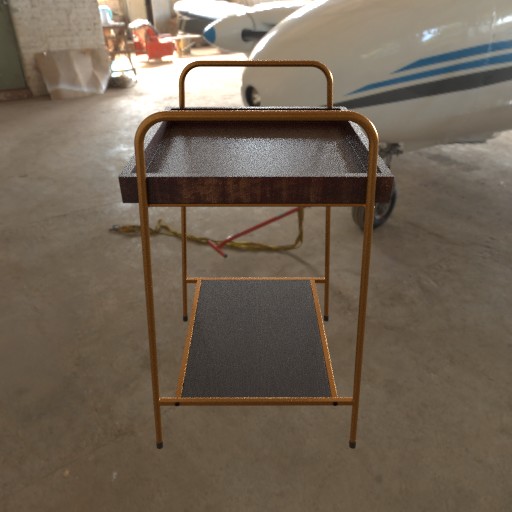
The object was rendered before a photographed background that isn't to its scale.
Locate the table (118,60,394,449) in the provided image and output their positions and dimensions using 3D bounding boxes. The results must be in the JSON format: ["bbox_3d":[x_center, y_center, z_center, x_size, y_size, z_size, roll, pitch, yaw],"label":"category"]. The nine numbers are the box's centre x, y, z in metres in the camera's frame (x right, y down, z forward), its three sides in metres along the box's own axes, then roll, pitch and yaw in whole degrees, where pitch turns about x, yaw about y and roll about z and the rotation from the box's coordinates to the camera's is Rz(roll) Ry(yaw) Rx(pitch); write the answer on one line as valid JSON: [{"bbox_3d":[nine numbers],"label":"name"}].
[{"bbox_3d":[0.000,0.000,0.945,0.430,0.710,0.430,0,32,0],"label":"table"}]
